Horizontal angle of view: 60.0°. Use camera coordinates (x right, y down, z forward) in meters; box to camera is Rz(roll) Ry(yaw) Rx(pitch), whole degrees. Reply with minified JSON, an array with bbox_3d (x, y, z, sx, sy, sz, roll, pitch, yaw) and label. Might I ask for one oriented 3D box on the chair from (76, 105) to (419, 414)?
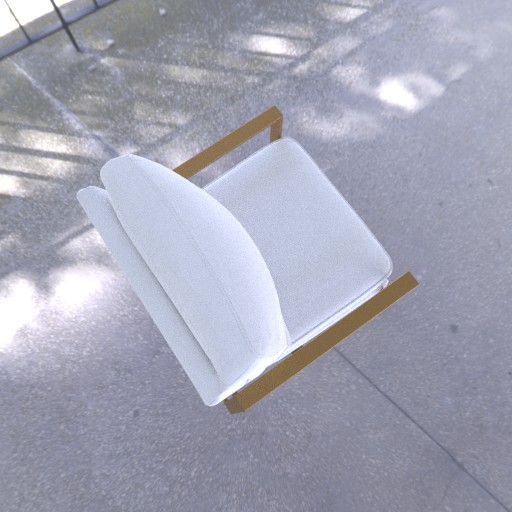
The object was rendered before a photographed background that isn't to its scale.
[{"bbox_3d":[0.000,0.000,1.559,0.813,0.966,0.805,-34,77,-9],"label":"chair"}]
